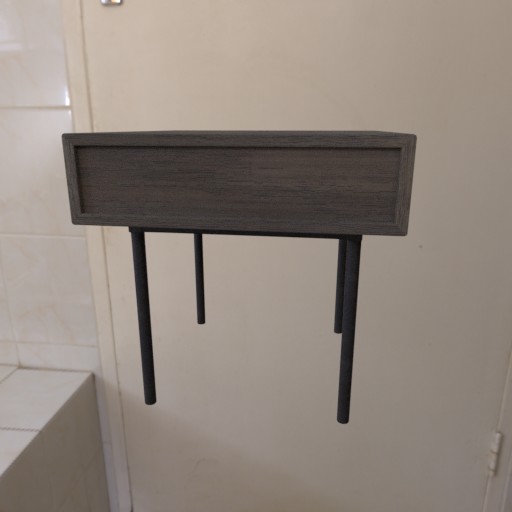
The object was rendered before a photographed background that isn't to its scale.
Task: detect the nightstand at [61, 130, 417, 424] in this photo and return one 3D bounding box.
[{"bbox_3d":[0.000,0.000,0.920,0.502,0.497,0.503,2,16,8],"label":"nightstand"}]
